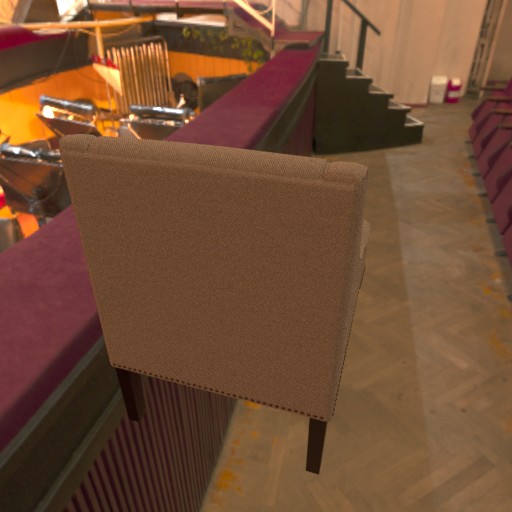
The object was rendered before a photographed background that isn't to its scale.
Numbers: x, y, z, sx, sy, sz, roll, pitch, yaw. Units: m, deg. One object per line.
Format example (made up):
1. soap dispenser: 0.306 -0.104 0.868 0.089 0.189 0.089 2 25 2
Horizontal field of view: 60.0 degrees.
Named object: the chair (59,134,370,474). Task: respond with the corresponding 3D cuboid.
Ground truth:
1. chair: 0.000 0.000 1.334 0.628 0.872 0.748 10 33 15
